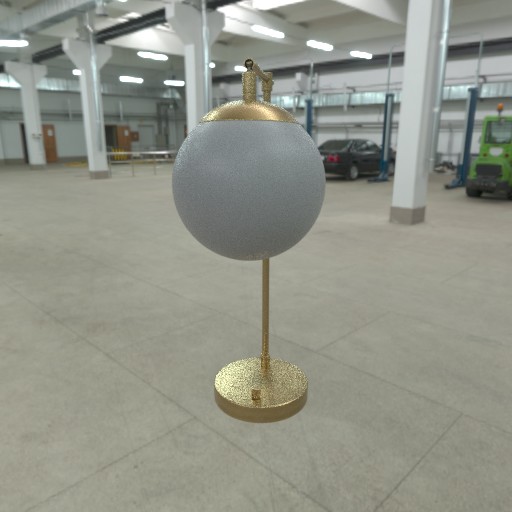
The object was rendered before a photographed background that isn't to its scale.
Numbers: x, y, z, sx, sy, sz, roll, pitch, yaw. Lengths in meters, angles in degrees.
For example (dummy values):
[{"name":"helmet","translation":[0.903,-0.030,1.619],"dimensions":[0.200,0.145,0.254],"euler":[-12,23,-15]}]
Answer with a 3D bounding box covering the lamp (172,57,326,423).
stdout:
[{"name":"lamp","translation":[0.000,0.000,0.690],"dimensions":[0.207,0.559,0.324],"euler":[2,15,9]}]
